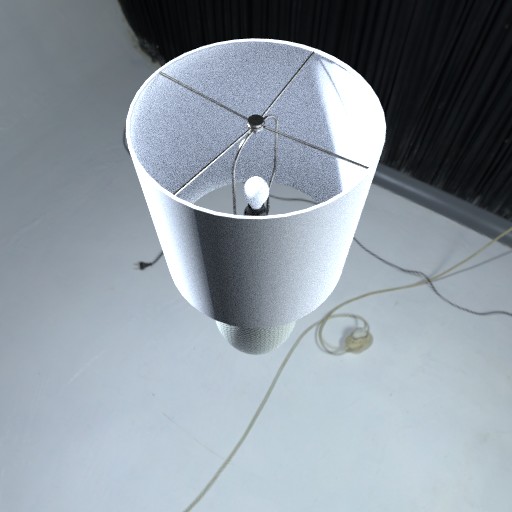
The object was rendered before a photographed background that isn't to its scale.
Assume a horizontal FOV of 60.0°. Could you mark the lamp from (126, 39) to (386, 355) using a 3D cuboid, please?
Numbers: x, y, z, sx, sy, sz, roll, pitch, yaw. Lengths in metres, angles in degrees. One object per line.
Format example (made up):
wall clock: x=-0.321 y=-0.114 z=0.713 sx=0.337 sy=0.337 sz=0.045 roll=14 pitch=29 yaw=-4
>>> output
lamp: x=0.000 y=0.000 z=0.566 sx=0.217 sy=0.453 sz=0.217 roll=30 pitch=63 yaw=17
